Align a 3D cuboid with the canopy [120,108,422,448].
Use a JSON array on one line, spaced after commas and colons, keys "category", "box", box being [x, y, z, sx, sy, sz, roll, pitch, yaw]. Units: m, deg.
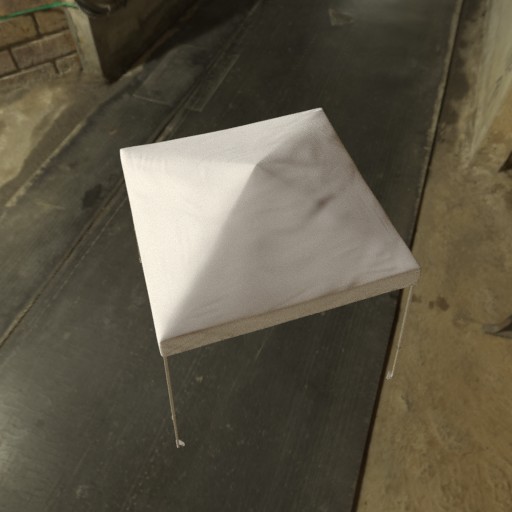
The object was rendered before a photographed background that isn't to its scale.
[{"category": "canopy", "box": [0.000, 0.000, 6.436, 3.600, 3.600, 3.599, -15, 57, -10]}]
